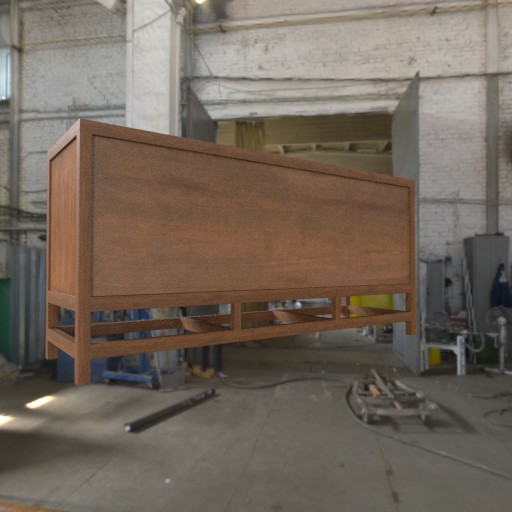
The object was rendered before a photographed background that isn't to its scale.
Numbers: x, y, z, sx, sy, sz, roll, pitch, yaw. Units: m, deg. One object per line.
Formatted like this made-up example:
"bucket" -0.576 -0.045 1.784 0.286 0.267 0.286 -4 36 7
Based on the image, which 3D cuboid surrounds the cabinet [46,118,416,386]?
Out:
"cabinet" 0.000 0.000 2.065 1.708 0.820 0.522 1 -1 -36
